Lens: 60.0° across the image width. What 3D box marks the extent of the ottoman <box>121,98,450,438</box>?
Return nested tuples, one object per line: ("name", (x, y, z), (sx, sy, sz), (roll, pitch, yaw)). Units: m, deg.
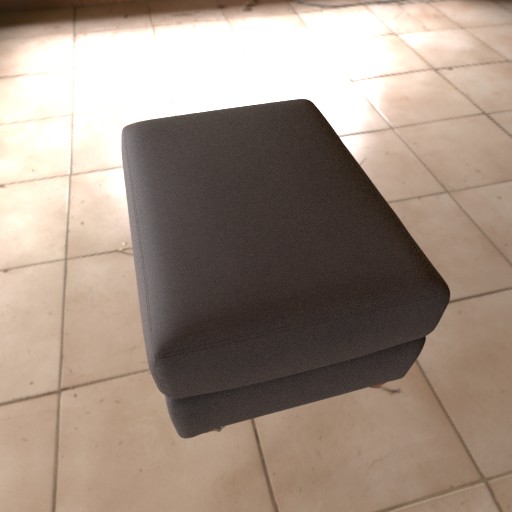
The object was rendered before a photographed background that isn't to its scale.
("ottoman", (0.000, 0.000, 1.144), (0.574, 0.497, 0.773), (-11, 48, -10))
